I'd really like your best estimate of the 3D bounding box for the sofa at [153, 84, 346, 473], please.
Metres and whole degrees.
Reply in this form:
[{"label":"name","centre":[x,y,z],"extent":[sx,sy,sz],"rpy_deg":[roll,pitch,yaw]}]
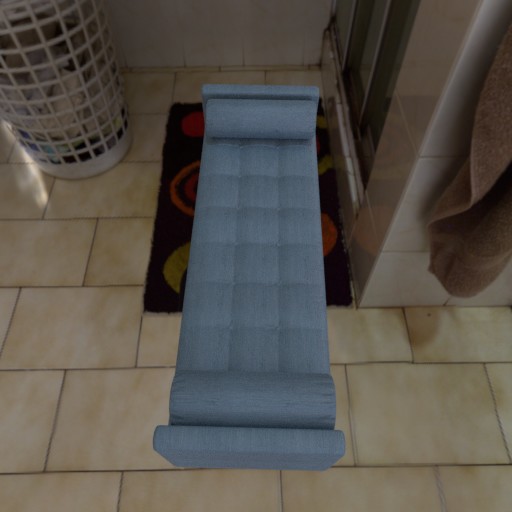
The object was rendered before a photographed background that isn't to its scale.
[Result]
[{"label":"sofa","centre":[0.000,0.000,2.316],"extent":[0.686,0.635,1.981],"rpy_deg":[1,58,1]}]
